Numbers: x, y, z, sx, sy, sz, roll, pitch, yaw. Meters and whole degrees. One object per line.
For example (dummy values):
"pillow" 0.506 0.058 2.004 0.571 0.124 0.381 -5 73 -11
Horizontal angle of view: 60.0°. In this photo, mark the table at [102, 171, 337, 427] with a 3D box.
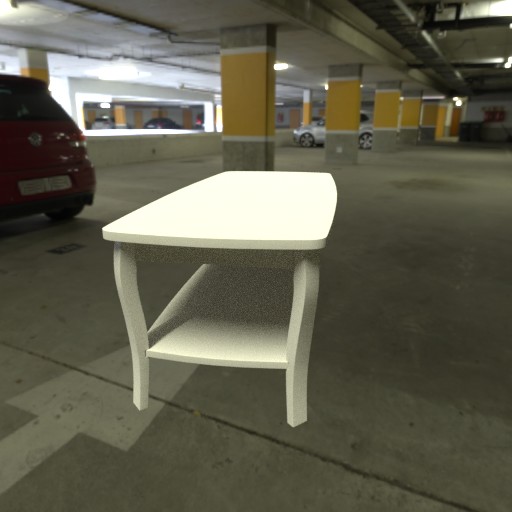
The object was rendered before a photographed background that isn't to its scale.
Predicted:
"table" 0.000 0.000 1.627 0.561 0.474 1.334 3 17 9
